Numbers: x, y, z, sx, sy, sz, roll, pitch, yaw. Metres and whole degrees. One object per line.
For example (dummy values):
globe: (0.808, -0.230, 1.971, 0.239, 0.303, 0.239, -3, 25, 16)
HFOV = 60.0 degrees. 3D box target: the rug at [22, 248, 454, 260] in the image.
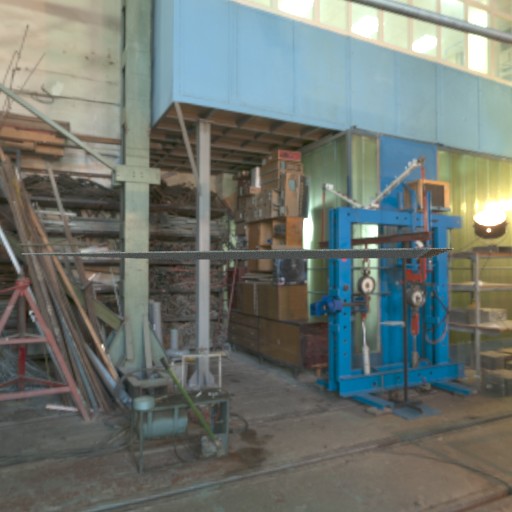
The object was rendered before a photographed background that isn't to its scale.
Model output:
rug: (0.000, 0.000, 4.183, 3.221, 0.011, 2.379, -1, -2, 18)
